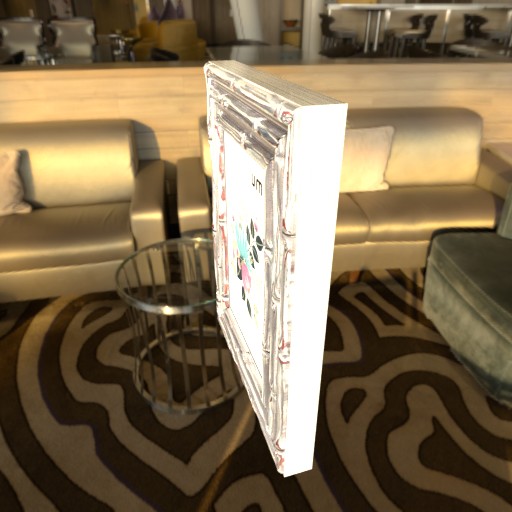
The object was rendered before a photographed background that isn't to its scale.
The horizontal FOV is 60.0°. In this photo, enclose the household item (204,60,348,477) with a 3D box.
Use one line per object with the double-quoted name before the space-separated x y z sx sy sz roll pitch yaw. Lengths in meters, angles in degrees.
"household item" 0.000 0.000 0.285 0.025 0.216 0.165 -9 30 -15
